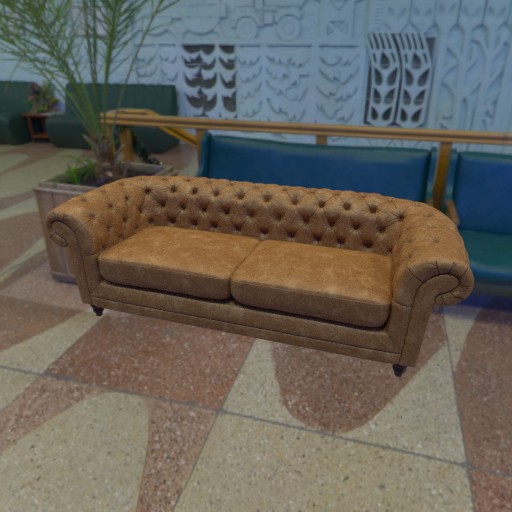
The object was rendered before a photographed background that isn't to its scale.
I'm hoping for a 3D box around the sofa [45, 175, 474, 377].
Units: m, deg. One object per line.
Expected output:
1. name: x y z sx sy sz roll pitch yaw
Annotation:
1. sofa: 0.000 0.000 2.825 2.365 0.760 0.989 8 27 16
